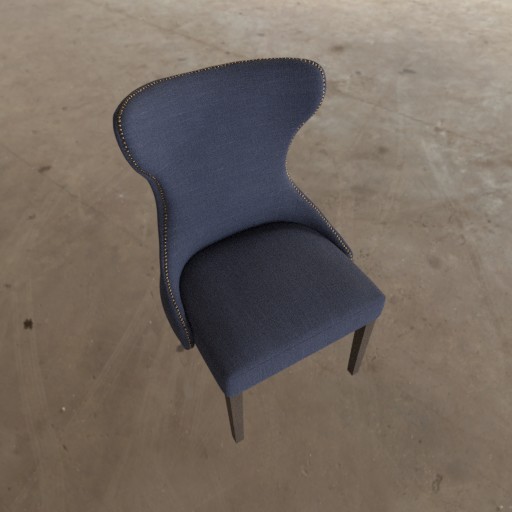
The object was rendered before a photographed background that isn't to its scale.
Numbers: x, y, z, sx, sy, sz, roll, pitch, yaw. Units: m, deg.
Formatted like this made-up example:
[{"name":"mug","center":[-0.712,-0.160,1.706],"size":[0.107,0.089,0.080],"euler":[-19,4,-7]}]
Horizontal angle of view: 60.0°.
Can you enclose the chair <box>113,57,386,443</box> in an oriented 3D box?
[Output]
[{"name":"chair","center":[0.000,0.000,1.371],"size":[0.628,0.967,0.635],"euler":[-23,51,-20]}]
